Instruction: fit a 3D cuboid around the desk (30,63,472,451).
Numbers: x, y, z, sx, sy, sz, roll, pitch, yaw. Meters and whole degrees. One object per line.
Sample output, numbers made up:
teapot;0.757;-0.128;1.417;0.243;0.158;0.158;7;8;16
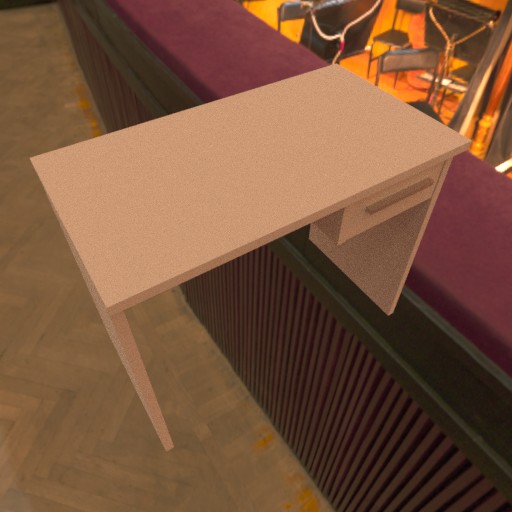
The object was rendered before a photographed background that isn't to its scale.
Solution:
desk;0.000;0.000;1.295;0.900;0.729;0.498;-25;52;-22
